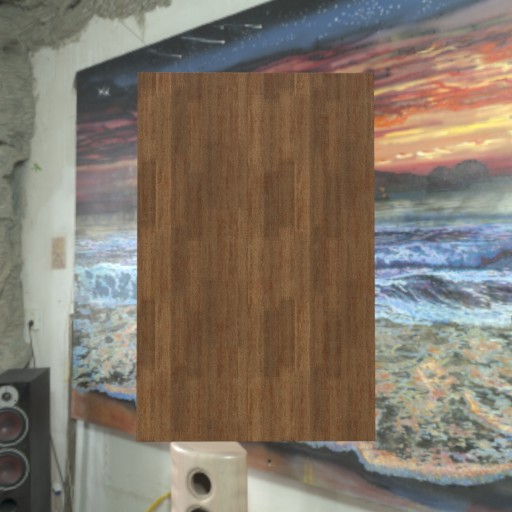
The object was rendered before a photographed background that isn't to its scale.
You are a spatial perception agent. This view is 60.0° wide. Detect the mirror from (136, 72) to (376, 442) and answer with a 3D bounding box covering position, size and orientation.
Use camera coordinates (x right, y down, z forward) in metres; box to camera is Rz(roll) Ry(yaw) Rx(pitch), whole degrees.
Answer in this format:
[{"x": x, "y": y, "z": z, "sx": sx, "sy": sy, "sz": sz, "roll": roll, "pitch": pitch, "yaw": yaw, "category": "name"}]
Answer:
[{"x": 0.000, "y": 0.000, "z": 1.237, "sx": 0.651, "sy": 1.010, "sz": 0.047, "roll": 0, "pitch": -1, "yaw": 0, "category": "mirror"}]
